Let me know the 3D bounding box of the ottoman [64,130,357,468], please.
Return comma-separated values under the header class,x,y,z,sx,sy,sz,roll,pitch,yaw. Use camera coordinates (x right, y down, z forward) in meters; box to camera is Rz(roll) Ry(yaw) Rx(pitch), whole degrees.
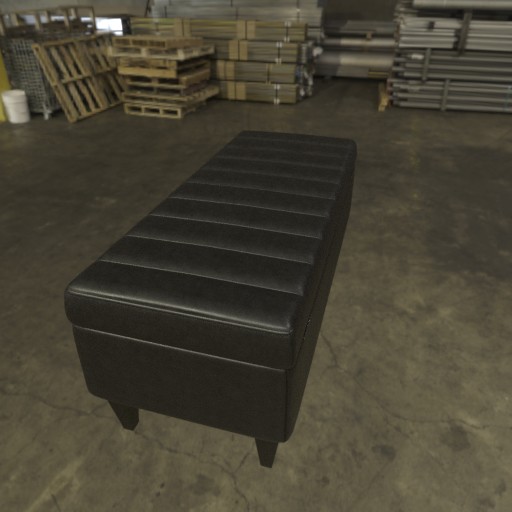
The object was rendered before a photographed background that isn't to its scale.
class,x,y,z,sx,sy,sz,roll,pitch,yaw
ottoman,0.000,0.000,1.378,0.482,0.469,1.151,9,33,14
